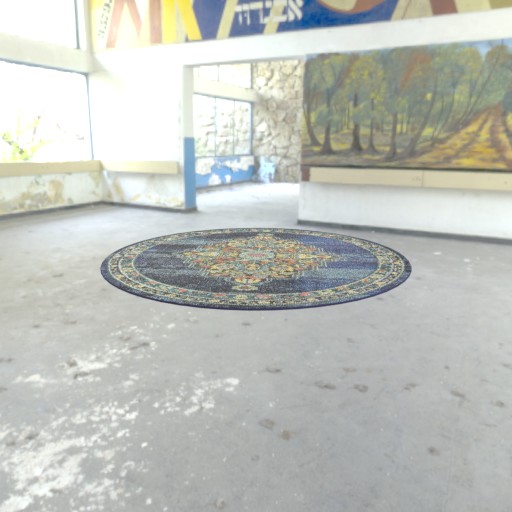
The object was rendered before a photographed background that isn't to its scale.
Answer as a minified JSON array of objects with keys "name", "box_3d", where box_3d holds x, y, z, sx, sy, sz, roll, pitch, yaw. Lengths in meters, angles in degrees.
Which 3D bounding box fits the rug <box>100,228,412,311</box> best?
[{"name":"rug","box_3d":[0.000,0.000,3.586,2.386,0.014,2.386,0,14,0]}]
